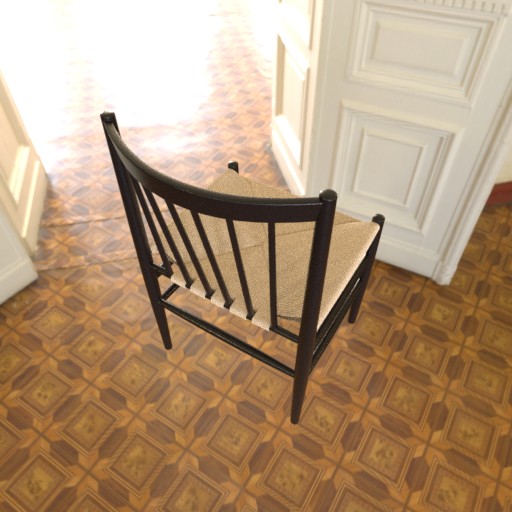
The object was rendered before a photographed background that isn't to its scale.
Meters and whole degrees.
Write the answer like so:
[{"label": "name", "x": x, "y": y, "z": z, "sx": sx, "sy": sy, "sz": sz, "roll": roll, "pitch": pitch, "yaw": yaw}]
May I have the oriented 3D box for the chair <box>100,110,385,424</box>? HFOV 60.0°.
[{"label": "chair", "x": 0.000, "y": 0.000, "z": 1.141, "sx": 0.495, "sy": 0.818, "sz": 0.516, "roll": 24, "pitch": 51, "yaw": 21}]
